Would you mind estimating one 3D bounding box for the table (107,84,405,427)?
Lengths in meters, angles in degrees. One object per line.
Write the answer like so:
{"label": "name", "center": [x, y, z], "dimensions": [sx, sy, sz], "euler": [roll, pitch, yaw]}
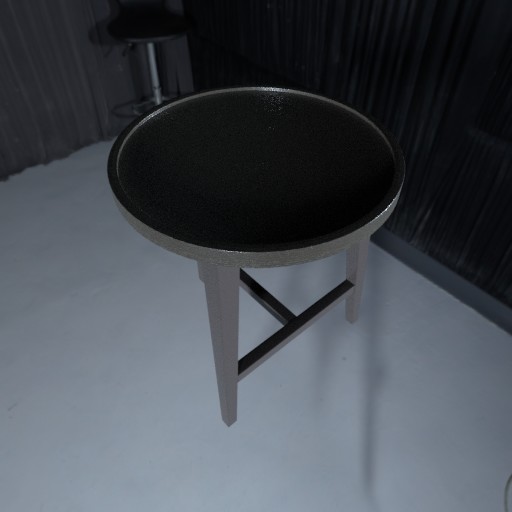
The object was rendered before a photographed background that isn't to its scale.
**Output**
{"label": "table", "center": [0.000, 0.000, 0.953], "dimensions": [0.500, 0.531, 0.500], "euler": [0, 46, 0]}
